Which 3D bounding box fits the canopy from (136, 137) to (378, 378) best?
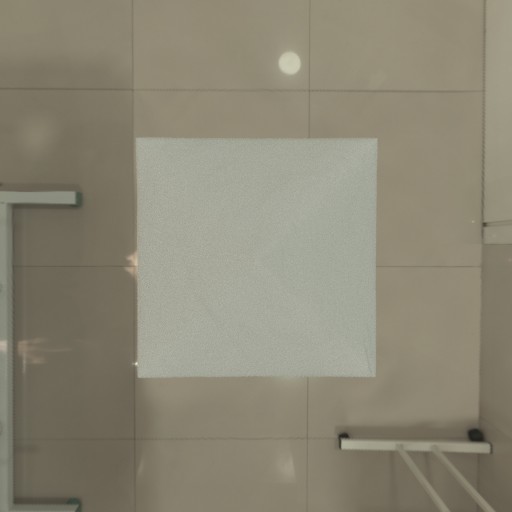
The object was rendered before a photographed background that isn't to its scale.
[{"bbox_3d":[0.000,0.000,5.235,2.848,2.849,2.849,0,92,-1],"label":"canopy"}]
